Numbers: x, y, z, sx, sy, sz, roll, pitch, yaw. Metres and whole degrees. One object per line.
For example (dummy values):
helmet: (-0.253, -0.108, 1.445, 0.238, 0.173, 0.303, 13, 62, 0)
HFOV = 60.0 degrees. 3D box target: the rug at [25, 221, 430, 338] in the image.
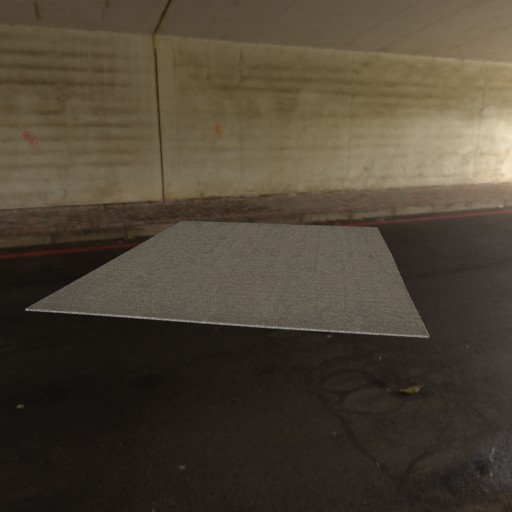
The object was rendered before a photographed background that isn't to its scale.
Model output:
rug: (0.000, 0.000, 4.048, 2.447, 0.014, 3.061, 3, 15, 9)
